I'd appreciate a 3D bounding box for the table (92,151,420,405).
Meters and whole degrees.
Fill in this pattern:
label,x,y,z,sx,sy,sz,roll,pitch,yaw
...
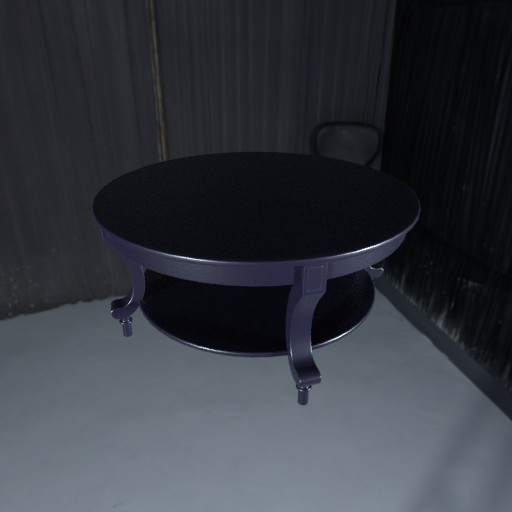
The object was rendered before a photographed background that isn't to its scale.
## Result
label,x,y,z,sx,sy,sz,roll,pitch,yaw
table,0.000,0.000,1.566,1.029,0.491,1.029,0,27,0
